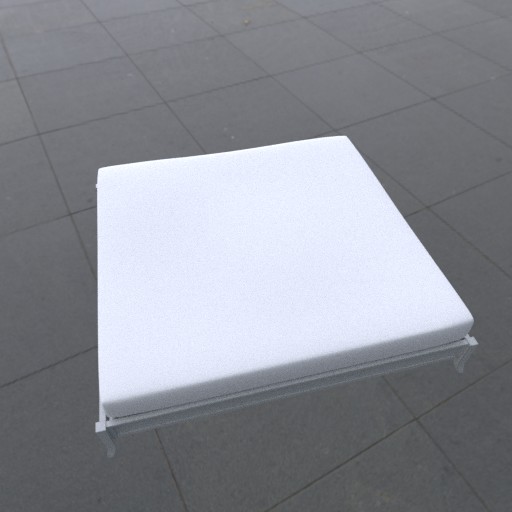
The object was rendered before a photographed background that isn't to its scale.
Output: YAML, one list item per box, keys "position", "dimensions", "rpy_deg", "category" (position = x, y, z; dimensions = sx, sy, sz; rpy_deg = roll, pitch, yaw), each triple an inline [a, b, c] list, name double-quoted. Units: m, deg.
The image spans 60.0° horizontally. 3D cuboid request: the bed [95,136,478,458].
- position: [0.000, 0.000, 2.995]
  dimensions: [2.108, 0.510, 2.007]
  rpy_deg: [-10, 48, -9]
  category: "bed"
